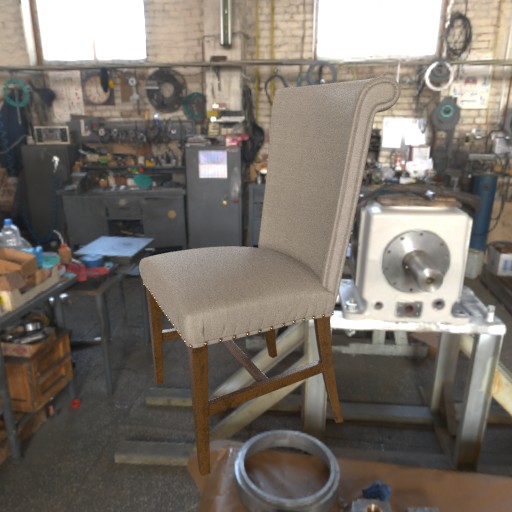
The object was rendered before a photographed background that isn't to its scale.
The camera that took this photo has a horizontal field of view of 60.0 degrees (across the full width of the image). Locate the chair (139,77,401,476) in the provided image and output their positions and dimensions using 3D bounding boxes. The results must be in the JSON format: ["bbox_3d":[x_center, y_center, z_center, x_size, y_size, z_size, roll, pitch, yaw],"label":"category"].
[{"bbox_3d":[0.000,0.000,1.334,0.608,0.988,0.513,-8,19,-25],"label":"chair"}]
